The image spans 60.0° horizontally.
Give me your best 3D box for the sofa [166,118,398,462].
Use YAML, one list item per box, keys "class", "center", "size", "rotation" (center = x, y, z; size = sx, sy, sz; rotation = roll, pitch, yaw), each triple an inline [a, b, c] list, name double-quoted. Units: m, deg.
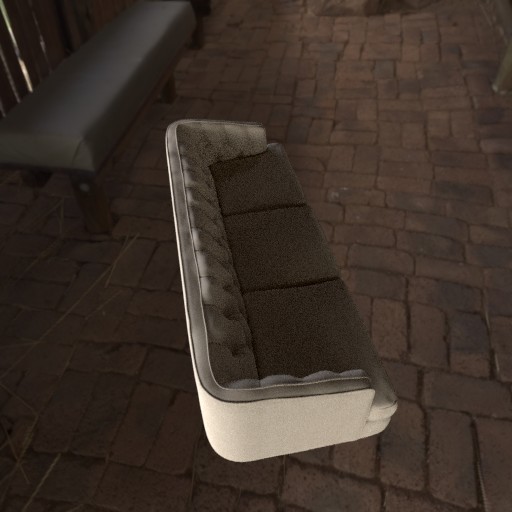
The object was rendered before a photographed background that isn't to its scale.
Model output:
- class: "sofa"
  center: [0.000, 0.000, 2.743]
  size: [0.913, 0.788, 2.235]
  rotation: [-8, 47, -8]
